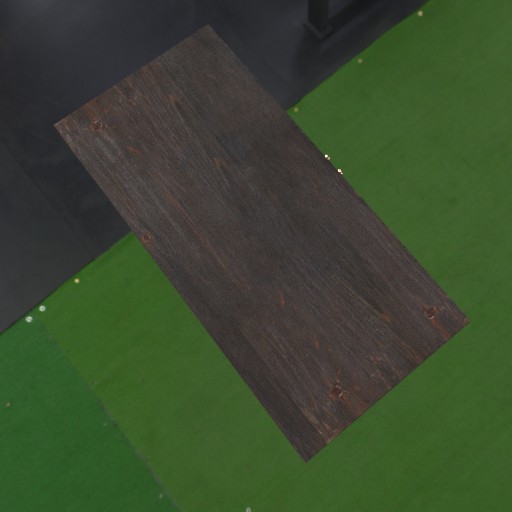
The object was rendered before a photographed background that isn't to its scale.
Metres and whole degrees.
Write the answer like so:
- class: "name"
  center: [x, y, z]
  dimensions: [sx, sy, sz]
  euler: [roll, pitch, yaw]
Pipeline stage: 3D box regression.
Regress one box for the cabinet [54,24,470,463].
- class: "cabinet"
  center: [0.000, 0.000, 1.523]
  dimensions: [0.529, 0.897, 1.023]
  euler: [-37, 80, -8]
